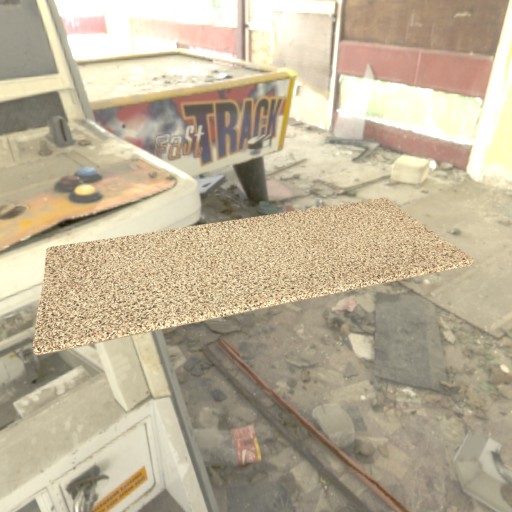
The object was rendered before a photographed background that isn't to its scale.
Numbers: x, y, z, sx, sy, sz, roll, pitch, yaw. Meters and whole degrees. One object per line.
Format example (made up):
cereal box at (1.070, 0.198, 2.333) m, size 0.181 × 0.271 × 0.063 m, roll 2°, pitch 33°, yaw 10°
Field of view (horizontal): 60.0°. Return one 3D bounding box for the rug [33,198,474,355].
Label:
rug at (0.000, 0.000, 1.696) m, size 1.524 × 0.030 × 0.609 m, roll -10°, pitch 32°, yaw -16°
